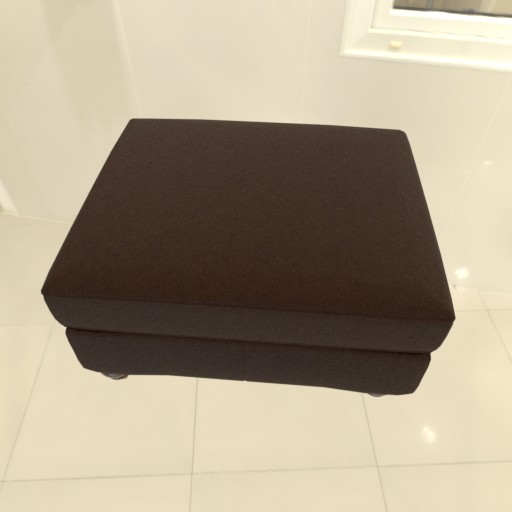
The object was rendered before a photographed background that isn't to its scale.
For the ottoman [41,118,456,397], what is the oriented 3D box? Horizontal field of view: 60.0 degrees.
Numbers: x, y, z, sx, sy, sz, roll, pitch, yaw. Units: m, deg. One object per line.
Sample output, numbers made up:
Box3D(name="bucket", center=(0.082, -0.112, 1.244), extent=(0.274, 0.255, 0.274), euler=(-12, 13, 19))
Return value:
Box3D(name="ottoman", center=(0.000, 0.000, 1.772), extent=(1.187, 0.730, 0.967), euler=(3, 47, 3))
